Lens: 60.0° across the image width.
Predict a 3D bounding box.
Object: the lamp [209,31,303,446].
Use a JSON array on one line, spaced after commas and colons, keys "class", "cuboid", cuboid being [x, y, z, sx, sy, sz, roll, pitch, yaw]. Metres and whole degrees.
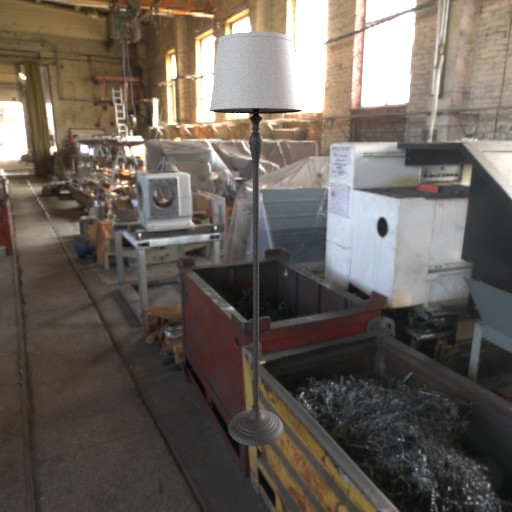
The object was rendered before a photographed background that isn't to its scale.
[{"class": "lamp", "cuboid": [0.000, 0.000, 1.688, 0.327, 1.506, 0.327, 8, 17, 27]}]
